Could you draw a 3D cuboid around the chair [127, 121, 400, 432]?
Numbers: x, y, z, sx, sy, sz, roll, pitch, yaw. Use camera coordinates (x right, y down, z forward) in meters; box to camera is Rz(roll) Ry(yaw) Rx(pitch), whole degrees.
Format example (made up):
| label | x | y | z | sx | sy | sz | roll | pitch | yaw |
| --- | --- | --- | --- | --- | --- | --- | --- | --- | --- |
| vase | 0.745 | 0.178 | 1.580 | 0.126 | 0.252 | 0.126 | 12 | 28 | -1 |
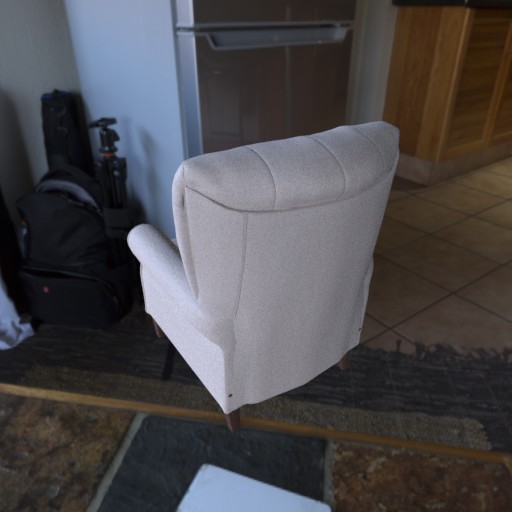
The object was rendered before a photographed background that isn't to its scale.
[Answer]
| label | x | y | z | sx | sy | sz | roll | pitch | yaw |
| --- | --- | --- | --- | --- | --- | --- | --- | --- | --- |
| chair | 0.000 | 0.000 | 1.968 | 0.942 | 1.209 | 1.025 | -19 | 35 | -29 |
